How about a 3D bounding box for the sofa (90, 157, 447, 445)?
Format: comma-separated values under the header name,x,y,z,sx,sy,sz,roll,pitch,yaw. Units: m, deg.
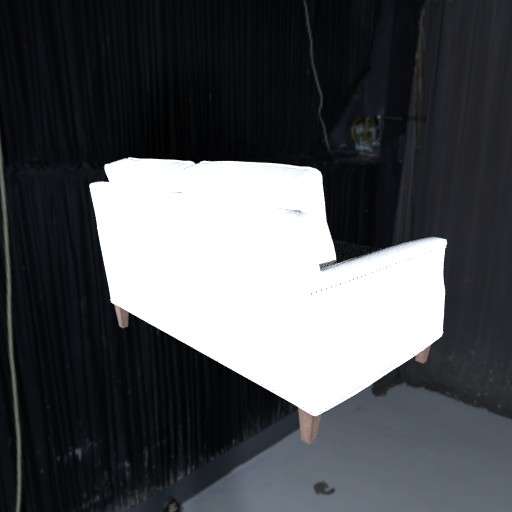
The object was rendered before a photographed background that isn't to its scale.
name,x,y,z,sx,sy,sz,roll,pitch,yaw
sofa,0.000,0.000,2.304,1.084,1.003,1.597,-14,20,-42
